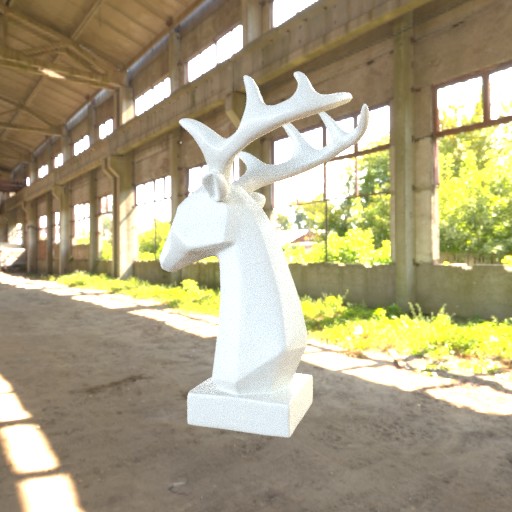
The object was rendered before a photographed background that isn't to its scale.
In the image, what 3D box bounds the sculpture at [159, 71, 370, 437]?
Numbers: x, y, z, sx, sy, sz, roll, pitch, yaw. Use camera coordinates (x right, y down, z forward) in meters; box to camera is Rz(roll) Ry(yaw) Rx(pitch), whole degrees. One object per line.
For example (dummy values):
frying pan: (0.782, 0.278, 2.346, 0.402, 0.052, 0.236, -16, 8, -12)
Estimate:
sculpture: (0.000, 0.000, 0.458, 0.224, 0.329, 0.174, 0, 0, 19)
